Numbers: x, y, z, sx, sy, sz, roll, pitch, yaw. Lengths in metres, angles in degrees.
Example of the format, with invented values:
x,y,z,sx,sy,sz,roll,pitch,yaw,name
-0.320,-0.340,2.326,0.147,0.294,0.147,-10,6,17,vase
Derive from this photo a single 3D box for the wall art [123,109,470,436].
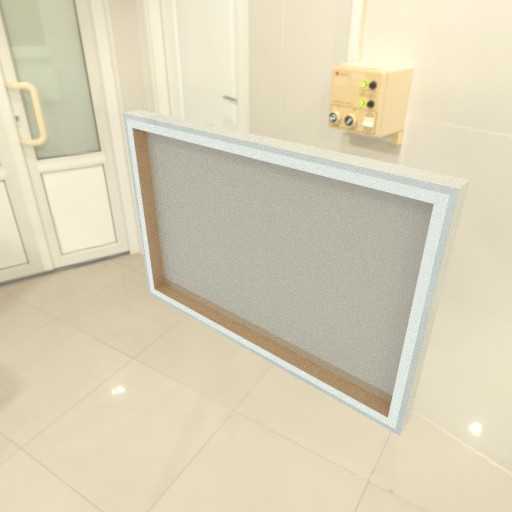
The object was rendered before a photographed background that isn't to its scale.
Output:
x,y,z,sx,sy,sz,roll,pitch,yaw,name
0.000,0.000,0.768,0.609,0.407,0.038,22,37,33,wall art
